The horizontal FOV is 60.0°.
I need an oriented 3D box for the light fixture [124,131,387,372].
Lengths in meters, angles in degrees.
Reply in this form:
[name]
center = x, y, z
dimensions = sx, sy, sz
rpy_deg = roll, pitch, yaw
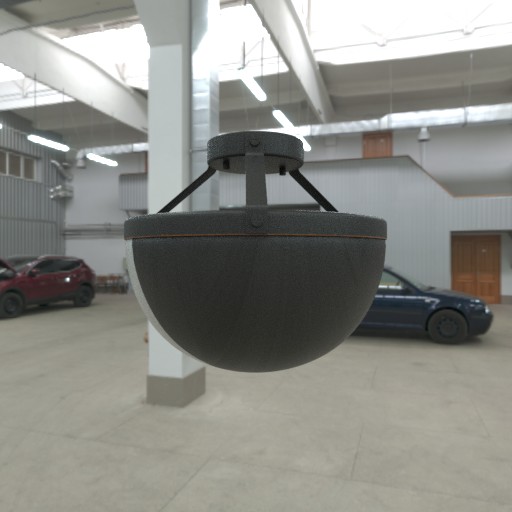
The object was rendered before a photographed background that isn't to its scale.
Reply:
[light fixture]
center = 0.000, 0.000, 0.533
dimensions = 0.304, 0.269, 0.304
rpy_deg = 0, 0, 0
